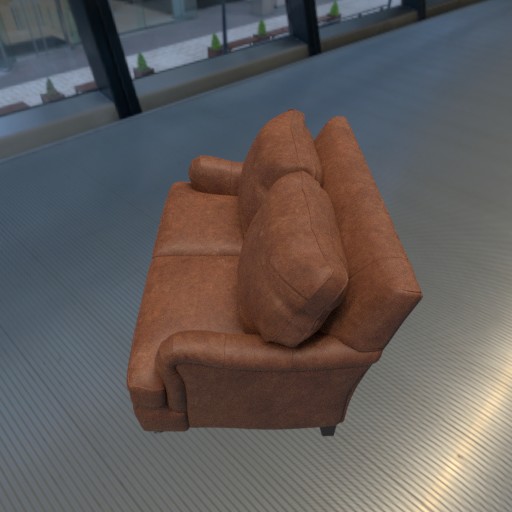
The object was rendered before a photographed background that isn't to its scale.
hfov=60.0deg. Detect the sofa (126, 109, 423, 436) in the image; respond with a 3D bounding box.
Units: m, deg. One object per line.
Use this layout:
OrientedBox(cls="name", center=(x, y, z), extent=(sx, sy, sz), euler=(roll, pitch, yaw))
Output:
OrientedBox(cls="sofa", center=(0.000, 0.000, 2.239), extent=(1.077, 1.004, 1.527), euler=(-1, 41, -1))
